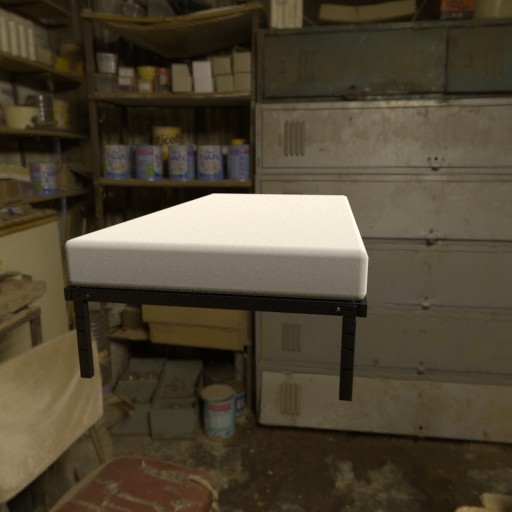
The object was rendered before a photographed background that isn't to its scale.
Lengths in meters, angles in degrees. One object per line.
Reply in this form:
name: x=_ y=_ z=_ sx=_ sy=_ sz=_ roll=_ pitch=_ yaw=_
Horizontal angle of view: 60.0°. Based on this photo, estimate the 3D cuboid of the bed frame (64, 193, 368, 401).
bed frame: x=0.000 y=0.000 z=3.237 sx=1.393 sy=0.680 sz=2.635 roll=2 pitch=13 yaw=9
